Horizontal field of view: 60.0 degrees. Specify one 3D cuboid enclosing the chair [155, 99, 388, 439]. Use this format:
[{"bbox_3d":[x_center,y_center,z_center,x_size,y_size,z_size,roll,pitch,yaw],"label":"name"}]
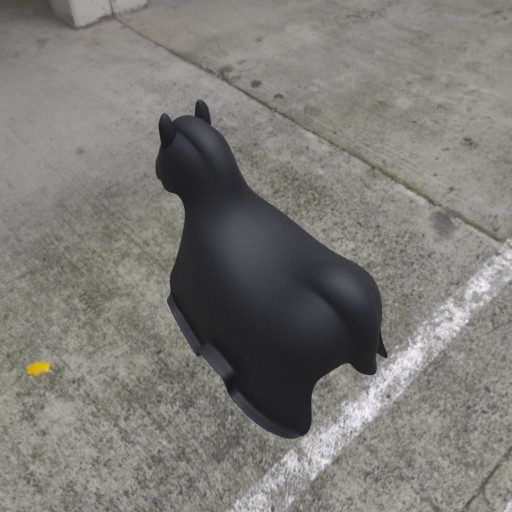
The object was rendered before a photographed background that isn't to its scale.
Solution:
[{"bbox_3d":[0.000,0.000,1.141,0.429,0.612,0.800,-32,55,-27],"label":"chair"}]
